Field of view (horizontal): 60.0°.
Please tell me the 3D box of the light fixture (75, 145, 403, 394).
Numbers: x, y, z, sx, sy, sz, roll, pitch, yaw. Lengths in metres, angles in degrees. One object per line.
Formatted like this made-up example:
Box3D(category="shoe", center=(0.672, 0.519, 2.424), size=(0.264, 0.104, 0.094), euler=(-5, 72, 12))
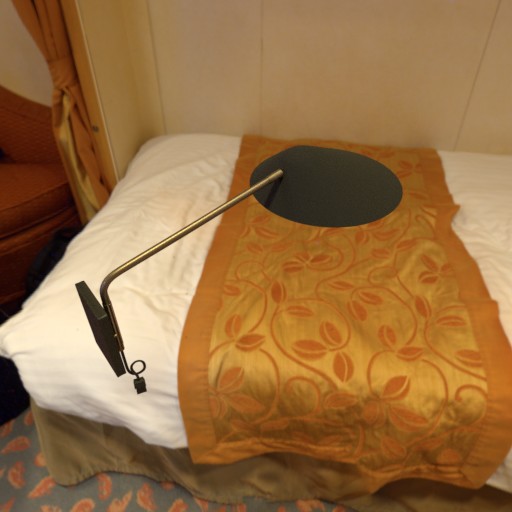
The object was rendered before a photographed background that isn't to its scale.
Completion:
Box3D(category="light fixture", center=(0.000, 0.000, 0.692), size=(0.516, 0.312, 0.240), euler=(-27, 47, -28))
